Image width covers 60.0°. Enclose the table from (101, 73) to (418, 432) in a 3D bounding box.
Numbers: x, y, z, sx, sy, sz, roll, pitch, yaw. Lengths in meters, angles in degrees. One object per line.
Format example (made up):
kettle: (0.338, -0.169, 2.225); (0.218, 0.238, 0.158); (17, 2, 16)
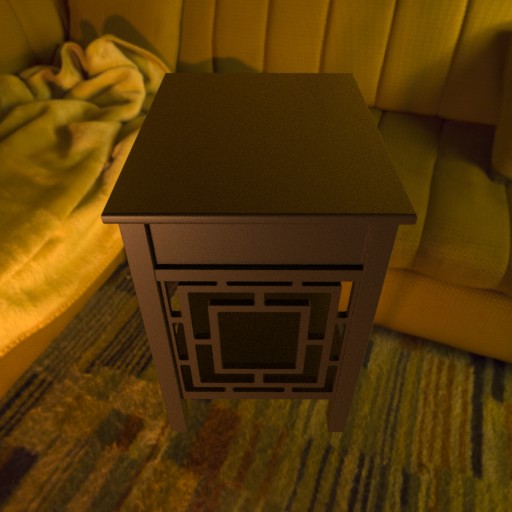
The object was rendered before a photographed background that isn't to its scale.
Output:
table: (0.000, 0.000, 1.036); (0.451, 0.646, 0.564); (0, 41, 0)
